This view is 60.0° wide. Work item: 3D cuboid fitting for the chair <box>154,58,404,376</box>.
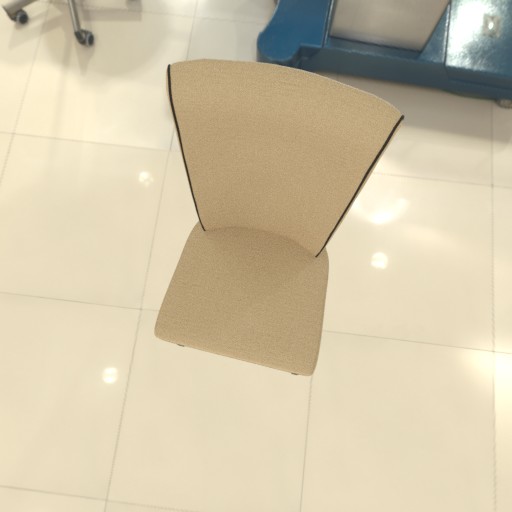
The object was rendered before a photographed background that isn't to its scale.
[{"bbox_3d":[0.000,0.000,1.341,0.522,0.997,0.623,13,77,3],"label":"chair"}]
